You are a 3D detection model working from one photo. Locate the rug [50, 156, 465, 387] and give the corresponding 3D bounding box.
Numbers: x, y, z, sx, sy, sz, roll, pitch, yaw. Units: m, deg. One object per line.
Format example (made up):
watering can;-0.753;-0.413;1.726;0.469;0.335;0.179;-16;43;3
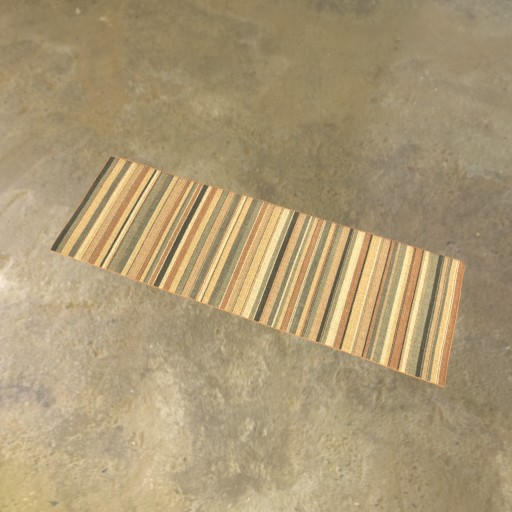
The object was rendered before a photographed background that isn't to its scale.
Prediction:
rug;0.000;0.000;2.732;2.444;0.010;0.799;18;64;9
